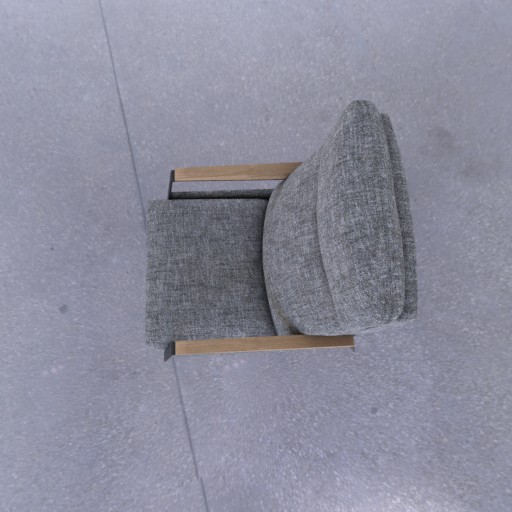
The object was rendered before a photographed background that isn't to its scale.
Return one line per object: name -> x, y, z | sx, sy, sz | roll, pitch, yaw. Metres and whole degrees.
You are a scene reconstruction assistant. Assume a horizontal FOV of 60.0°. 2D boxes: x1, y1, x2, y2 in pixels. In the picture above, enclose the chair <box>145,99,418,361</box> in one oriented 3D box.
chair -> 0.000, 0.000, 1.595 | 0.868, 1.042, 0.671 | -3, 75, -1
